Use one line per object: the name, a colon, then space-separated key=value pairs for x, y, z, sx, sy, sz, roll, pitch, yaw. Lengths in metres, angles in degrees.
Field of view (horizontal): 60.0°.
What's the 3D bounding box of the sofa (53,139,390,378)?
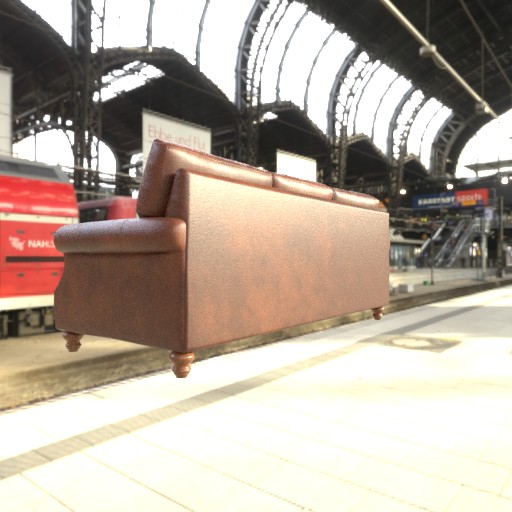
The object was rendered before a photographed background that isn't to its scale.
sofa: x=0.000 y=0.000 z=2.855 sx=0.973 sy=0.977 sz=2.351 roll=0 pitch=0 yaw=37
